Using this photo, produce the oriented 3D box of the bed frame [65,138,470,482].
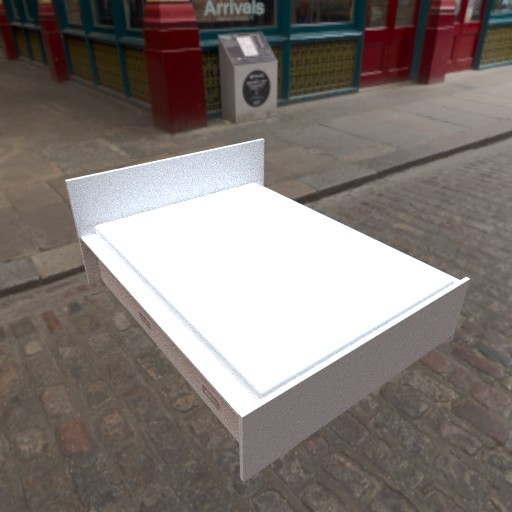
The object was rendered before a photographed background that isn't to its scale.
[{"bbox_3d":[0.000,0.000,2.823,1.622,0.800,1.960,-21,36,-31],"label":"bed frame"}]
